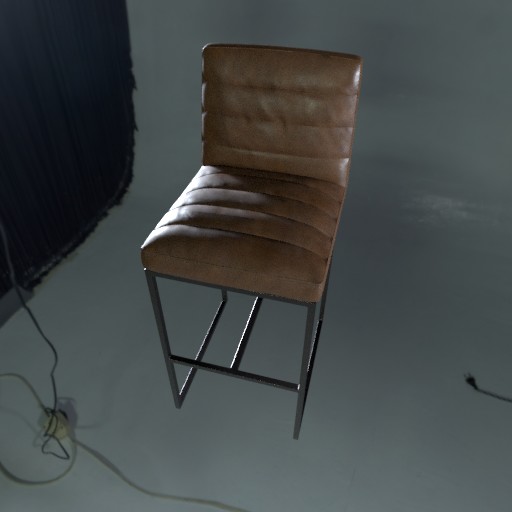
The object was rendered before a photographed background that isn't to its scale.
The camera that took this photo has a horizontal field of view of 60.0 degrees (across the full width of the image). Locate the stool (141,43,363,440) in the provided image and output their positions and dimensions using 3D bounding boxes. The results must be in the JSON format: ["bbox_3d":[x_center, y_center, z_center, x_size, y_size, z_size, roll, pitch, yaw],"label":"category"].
[{"bbox_3d":[0.000,0.000,1.355,0.463,1.065,0.562,10,42,11],"label":"stool"}]
